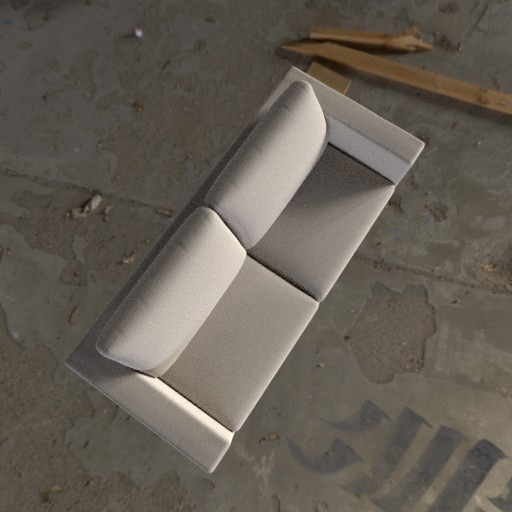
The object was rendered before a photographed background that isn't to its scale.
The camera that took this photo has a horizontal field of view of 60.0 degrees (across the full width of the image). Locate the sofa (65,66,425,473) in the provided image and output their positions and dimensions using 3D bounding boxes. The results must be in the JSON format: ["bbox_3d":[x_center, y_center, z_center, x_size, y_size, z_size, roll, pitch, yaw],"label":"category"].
[{"bbox_3d":[0.000,0.000,2.613,0.954,0.881,2.163,34,78,8],"label":"sofa"}]
